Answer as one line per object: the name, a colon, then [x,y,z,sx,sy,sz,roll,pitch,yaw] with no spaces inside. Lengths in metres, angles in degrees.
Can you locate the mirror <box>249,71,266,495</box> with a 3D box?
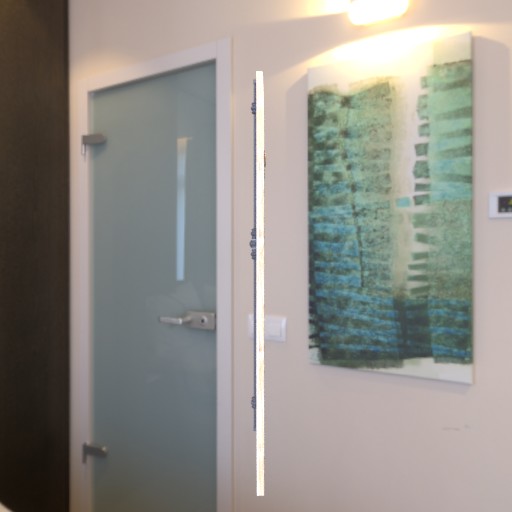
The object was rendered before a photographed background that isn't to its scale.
mirror: [0.000,0.000,1.152,0.032,0.915,0.609,0,0,0]
